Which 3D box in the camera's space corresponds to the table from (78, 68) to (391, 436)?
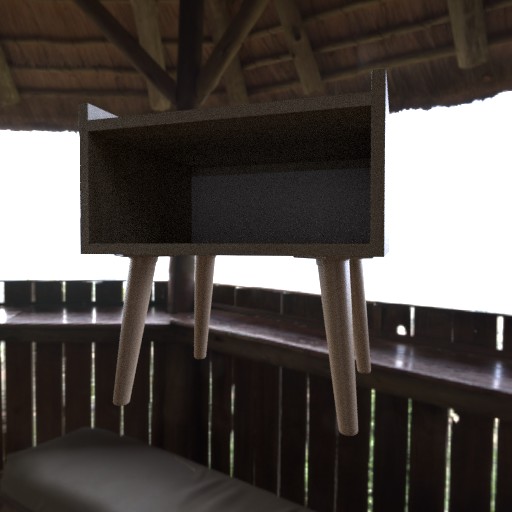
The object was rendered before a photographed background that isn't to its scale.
[{"bbox_3d":[0.000,0.000,0.790,0.450,0.470,0.370,1,2,18],"label":"table"}]
